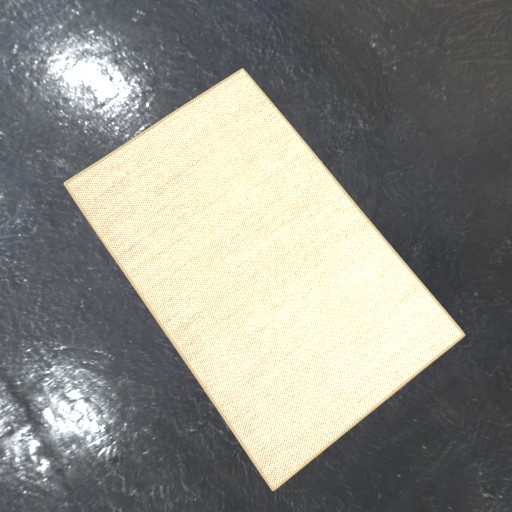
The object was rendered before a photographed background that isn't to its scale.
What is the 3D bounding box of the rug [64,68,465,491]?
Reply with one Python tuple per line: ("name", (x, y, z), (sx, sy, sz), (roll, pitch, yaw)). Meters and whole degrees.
("rug", (0.000, 0.000, 2.025), (1.062, 0.013, 1.667), (-36, 79, -8))
